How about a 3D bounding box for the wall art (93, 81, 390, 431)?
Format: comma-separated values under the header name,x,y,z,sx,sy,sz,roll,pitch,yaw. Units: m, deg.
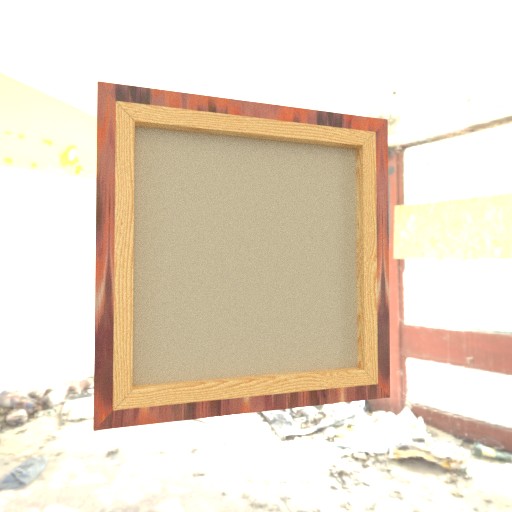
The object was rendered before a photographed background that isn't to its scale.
name,x,y,z,sx,sy,sz,roll,pitch,yaw
wall art,0.000,0.000,0.886,0.603,0.609,0.037,1,-2,-19
